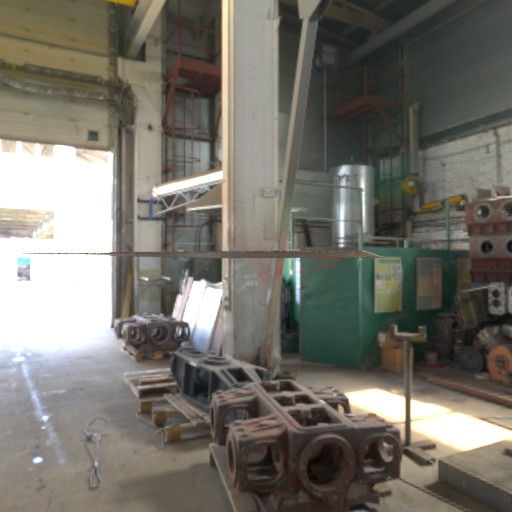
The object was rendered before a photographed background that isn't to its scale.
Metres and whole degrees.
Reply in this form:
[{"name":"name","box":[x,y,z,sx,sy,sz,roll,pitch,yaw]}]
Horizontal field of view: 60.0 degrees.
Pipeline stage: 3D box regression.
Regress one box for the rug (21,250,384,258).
[{"name":"rug","box":[0.000,0.000,2.301,1.219,0.005,1.829,0,-1,18]}]
